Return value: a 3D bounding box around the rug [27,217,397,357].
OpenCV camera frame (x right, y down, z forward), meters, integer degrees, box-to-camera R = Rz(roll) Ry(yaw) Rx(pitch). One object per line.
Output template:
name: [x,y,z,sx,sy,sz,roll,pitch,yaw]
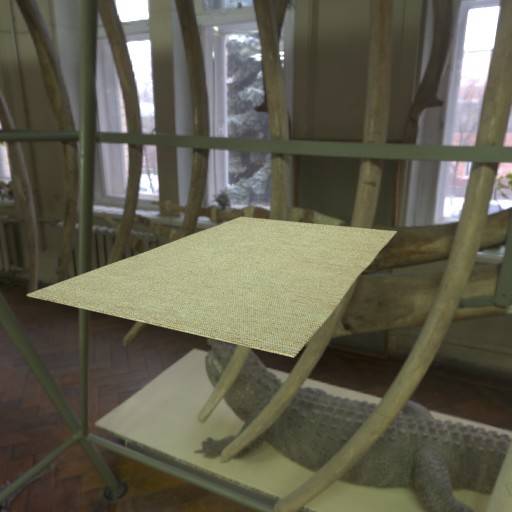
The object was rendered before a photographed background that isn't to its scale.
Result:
rug: [0.000,0.000,3.088,1.533,0.011,2.439,8,18,25]
